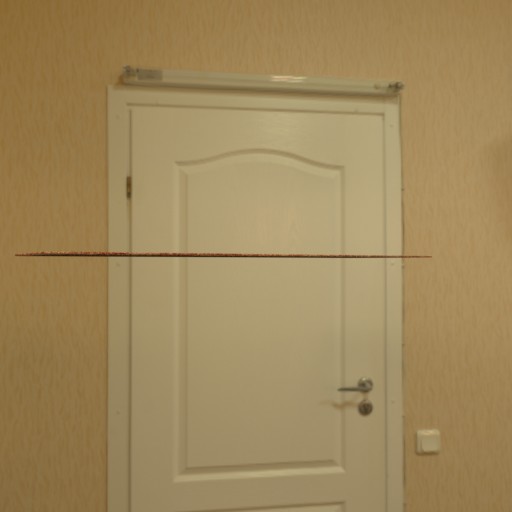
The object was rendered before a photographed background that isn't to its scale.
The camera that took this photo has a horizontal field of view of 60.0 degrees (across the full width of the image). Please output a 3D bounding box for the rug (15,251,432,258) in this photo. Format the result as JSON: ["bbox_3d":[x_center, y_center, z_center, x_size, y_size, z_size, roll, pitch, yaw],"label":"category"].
[{"bbox_3d":[0.000,0.000,2.625,2.435,0.011,0.750,0,-1,-36],"label":"rug"}]
